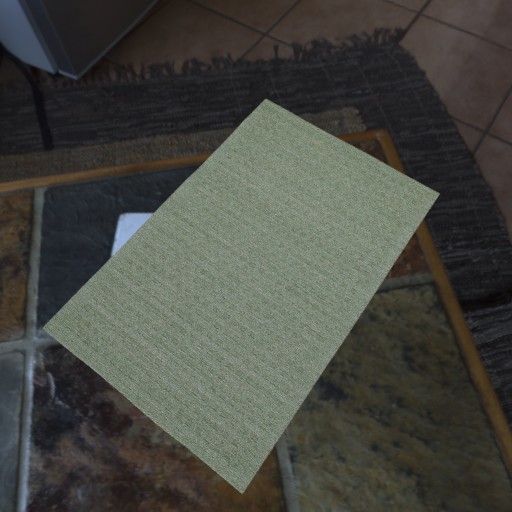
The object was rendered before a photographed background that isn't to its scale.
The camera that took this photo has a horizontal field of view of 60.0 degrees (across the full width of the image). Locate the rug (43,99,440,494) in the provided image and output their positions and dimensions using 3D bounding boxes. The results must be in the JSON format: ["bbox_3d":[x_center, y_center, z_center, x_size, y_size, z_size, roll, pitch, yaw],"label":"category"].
[{"bbox_3d":[0.000,0.000,2.190,1.143,0.006,1.747,33,69,15],"label":"rug"}]
